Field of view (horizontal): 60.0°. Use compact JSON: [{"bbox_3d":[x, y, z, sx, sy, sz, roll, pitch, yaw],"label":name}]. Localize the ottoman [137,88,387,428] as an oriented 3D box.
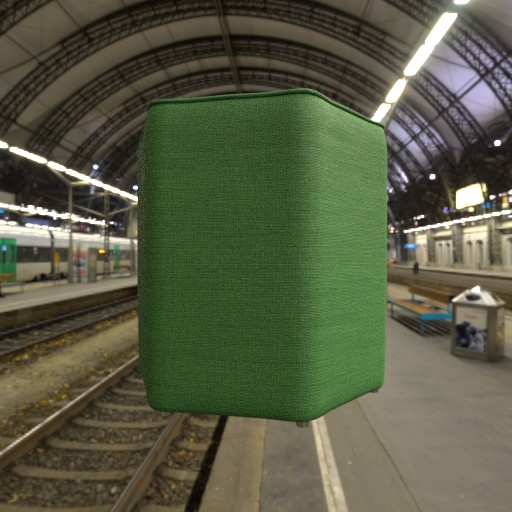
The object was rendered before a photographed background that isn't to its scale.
[{"bbox_3d":[0.000,0.000,0.876,0.444,0.507,0.499,0,0,-18],"label":"ottoman"}]
